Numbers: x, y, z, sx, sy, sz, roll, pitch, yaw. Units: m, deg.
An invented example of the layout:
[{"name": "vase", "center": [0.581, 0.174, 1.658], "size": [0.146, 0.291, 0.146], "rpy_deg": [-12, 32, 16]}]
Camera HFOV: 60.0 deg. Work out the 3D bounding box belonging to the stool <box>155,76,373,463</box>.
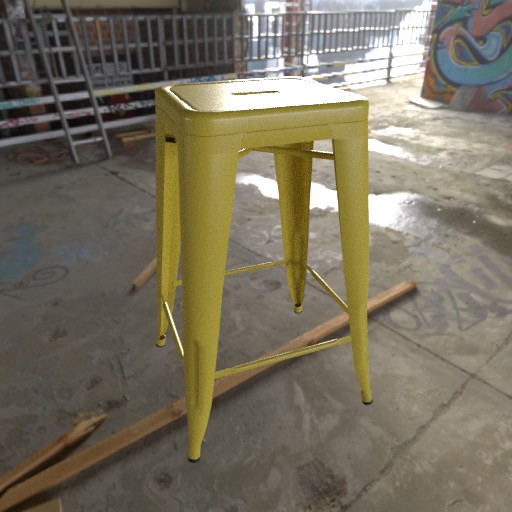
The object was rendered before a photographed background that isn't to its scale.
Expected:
[{"name": "stool", "center": [0.000, 0.000, 0.861], "size": [0.399, 0.609, 0.359], "rpy_deg": [-11, 32, -18]}]
